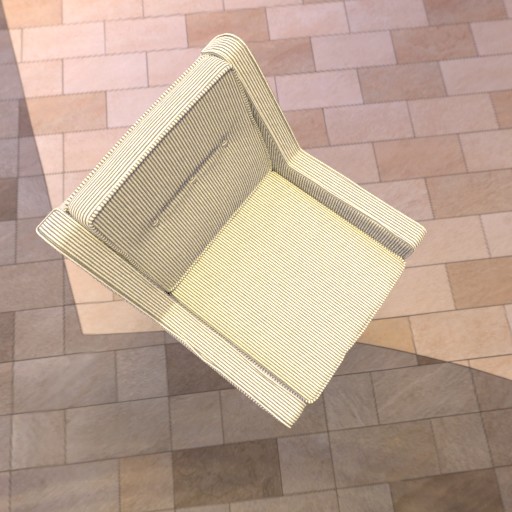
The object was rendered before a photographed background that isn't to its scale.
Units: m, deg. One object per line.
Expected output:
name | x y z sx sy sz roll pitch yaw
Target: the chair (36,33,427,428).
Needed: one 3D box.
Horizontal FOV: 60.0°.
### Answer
chair | 0.000 0.000 1.287 0.743 0.792 0.663 36 78 9
